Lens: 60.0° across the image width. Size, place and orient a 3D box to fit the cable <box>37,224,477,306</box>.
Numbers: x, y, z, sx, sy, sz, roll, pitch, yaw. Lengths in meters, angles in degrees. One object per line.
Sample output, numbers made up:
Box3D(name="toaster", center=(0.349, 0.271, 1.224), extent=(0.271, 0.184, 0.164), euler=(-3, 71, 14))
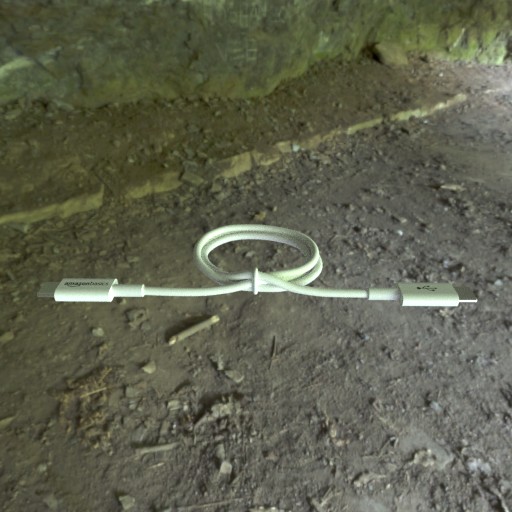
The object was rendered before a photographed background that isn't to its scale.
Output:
Box3D(name="cable", center=(0.000, 0.000, 0.231), extent=(0.203, 0.014, 0.070), euler=(0, 31, 1))
